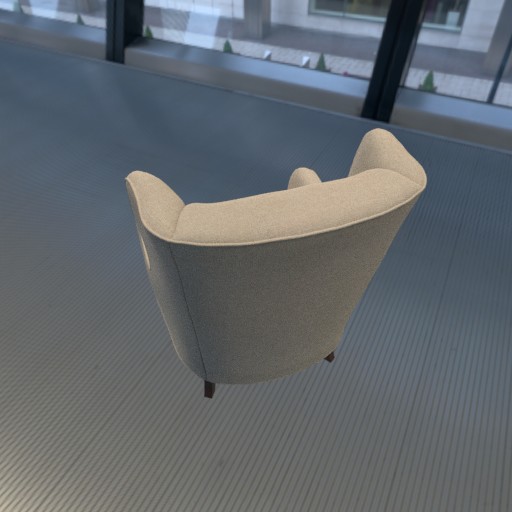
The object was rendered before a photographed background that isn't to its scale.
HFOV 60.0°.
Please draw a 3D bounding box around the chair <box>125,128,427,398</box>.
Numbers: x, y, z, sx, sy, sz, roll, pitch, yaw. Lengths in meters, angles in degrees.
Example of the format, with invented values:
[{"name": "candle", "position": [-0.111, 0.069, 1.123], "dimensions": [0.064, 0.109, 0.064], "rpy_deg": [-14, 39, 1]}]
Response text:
[{"name": "chair", "position": [0.000, 0.000, 1.723], "dimensions": [0.838, 1.040, 0.966], "rpy_deg": [-13, 44, -14]}]
